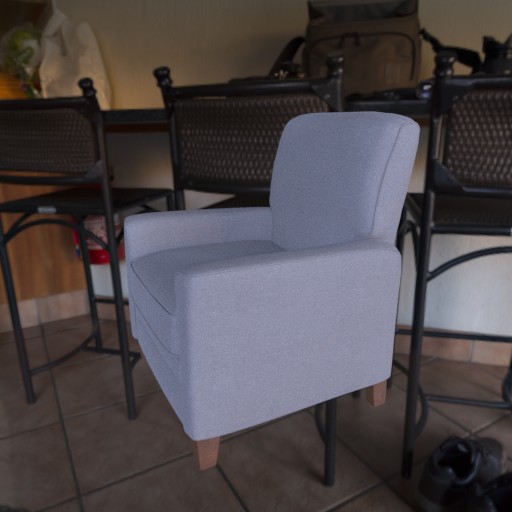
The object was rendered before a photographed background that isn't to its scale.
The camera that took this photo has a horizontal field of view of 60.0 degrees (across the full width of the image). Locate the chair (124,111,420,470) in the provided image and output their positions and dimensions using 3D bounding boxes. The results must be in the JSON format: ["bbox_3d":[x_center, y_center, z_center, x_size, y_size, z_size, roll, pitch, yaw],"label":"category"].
[{"bbox_3d":[0.000,0.000,1.650,0.859,1.023,0.845,-9,19,-26],"label":"chair"}]
